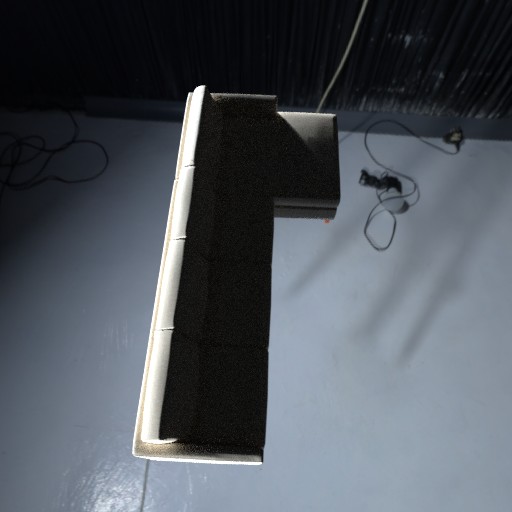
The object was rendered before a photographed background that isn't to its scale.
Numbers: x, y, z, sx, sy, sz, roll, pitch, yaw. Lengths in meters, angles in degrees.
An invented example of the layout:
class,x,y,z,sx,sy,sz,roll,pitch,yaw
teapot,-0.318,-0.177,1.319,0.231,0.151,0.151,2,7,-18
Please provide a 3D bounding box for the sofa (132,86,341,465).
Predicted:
class,x,y,z,sx,sy,sz,roll,pitch,yaw
sofa,0.000,0.000,4.066,1.603,0.954,3.471,3,64,1
